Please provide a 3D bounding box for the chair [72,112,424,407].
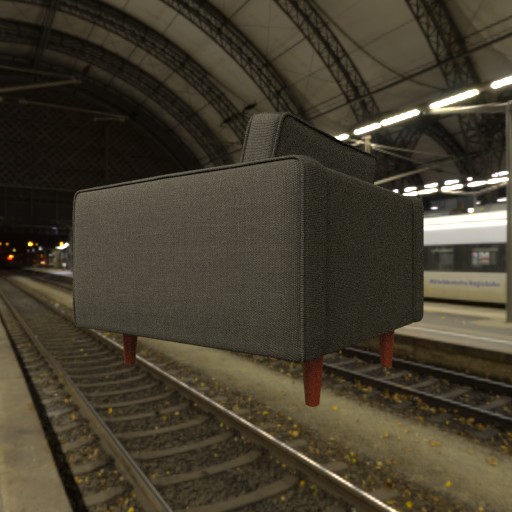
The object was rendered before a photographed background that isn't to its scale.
[{"bbox_3d":[0.000,0.000,1.566,0.919,0.770,0.899,0,-1,37],"label":"chair"}]
